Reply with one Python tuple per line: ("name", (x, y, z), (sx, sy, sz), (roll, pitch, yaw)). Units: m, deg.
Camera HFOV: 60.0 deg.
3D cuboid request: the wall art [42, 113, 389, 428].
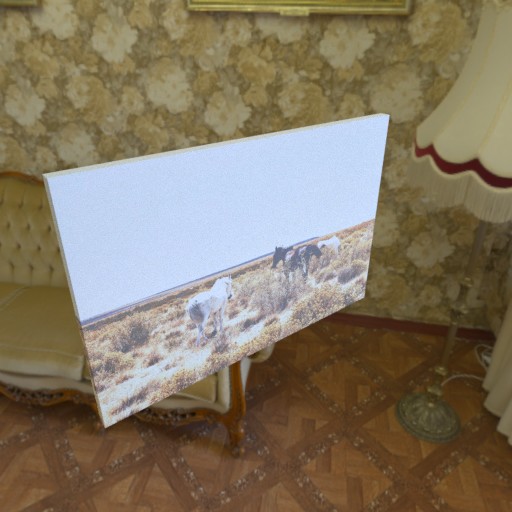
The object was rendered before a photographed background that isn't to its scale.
("wall art", (0.000, 0.000, 1.914), (1.520, 1.016, 0.051), (-20, 34, -32))
